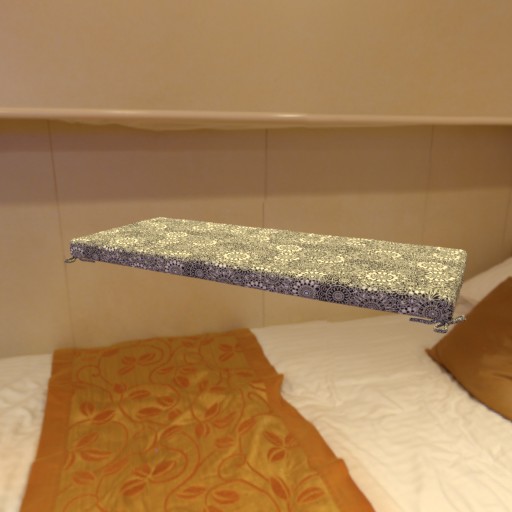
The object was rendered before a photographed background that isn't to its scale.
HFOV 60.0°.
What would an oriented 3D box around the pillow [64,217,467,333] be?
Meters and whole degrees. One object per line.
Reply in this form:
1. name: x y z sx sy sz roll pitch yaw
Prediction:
1. pillow: 0.000 0.000 1.349 1.187 0.081 0.492 8 17 26
